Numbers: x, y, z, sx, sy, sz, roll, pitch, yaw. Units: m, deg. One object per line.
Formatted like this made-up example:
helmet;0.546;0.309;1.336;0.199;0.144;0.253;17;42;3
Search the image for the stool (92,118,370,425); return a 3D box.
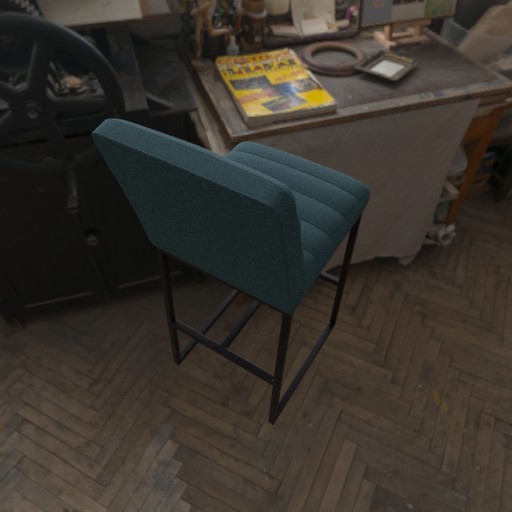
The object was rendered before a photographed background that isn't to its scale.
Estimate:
stool;0.000;0.000;1.345;0.460;1.040;0.560;25;53;21
